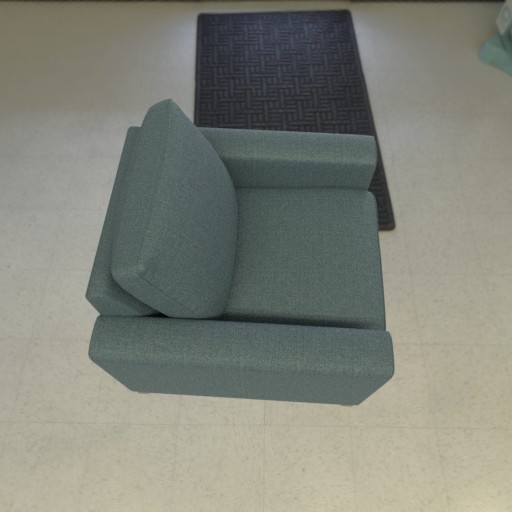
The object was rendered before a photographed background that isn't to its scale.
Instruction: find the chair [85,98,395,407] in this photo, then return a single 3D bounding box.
[{"bbox_3d":[0.000,0.000,1.828,1.038,1.010,1.024,3,63,2],"label":"chair"}]
